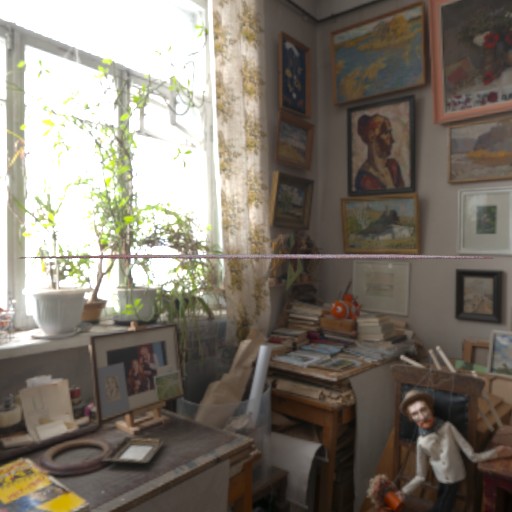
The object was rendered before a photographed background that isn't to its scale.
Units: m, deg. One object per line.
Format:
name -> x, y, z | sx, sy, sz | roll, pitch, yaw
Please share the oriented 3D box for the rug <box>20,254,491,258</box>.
rug -> 0.000, 0.000, 2.307 | 1.829, 0.006, 1.219 | 0, 1, 1
